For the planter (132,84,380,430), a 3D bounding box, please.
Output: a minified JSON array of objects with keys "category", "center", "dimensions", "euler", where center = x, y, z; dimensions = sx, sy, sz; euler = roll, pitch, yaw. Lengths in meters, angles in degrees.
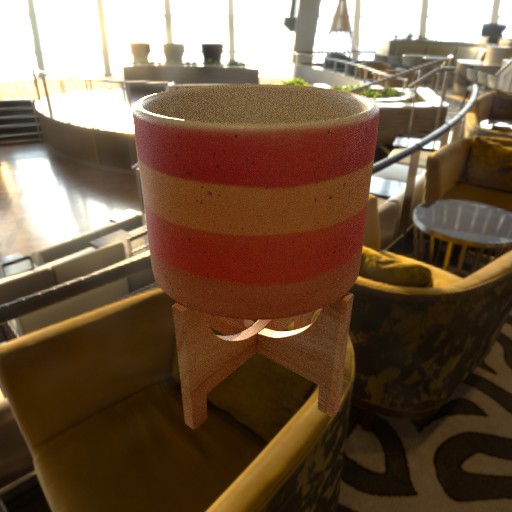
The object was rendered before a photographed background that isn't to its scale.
[{"category":"planter","center":[0.000,0.000,0.562],"dimensions":[0.269,0.379,0.269],"euler":[0,28,0]}]
